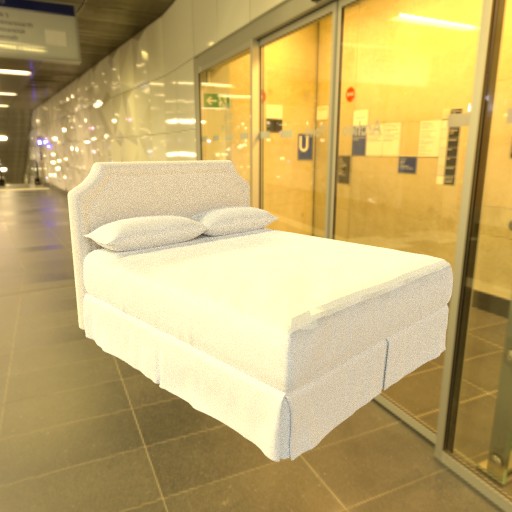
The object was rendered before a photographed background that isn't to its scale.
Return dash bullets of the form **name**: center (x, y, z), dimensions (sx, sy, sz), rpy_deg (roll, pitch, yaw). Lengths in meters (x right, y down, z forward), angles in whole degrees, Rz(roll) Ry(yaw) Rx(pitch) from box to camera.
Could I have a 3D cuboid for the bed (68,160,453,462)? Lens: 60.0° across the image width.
- **bed**: center (0.000, 0.000, 3.719), dimensions (2.134, 1.524, 2.548), rpy_deg (-13, 18, -43)
